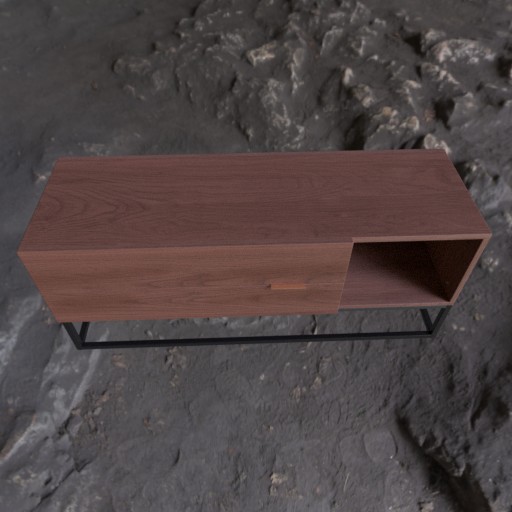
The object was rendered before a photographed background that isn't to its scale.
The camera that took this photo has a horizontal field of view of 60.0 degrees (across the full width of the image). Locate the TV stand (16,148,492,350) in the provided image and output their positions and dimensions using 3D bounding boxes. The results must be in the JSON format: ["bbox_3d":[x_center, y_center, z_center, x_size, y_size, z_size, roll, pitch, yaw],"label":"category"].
[{"bbox_3d":[0.000,0.000,1.423,1.200,0.500,0.415,-2,48,-1],"label":"TV stand"}]
